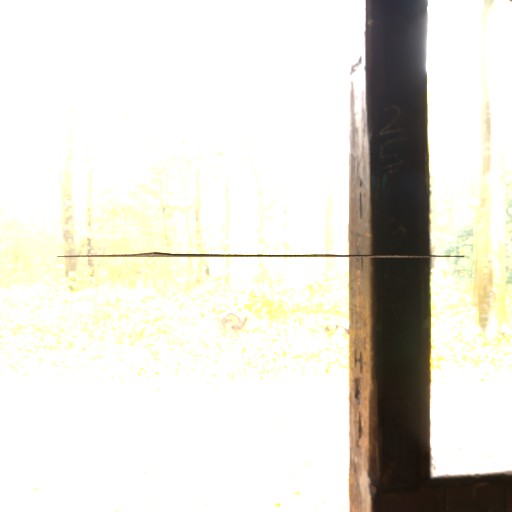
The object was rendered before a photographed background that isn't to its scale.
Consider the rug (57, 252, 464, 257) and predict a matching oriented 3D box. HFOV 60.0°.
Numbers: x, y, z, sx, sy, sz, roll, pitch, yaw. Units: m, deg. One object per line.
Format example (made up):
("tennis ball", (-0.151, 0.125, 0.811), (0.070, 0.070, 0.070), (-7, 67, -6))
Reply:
("rug", (0.000, 0.000, 4.232), (3.057, 0.021, 2.431), (0, 0, -36))
